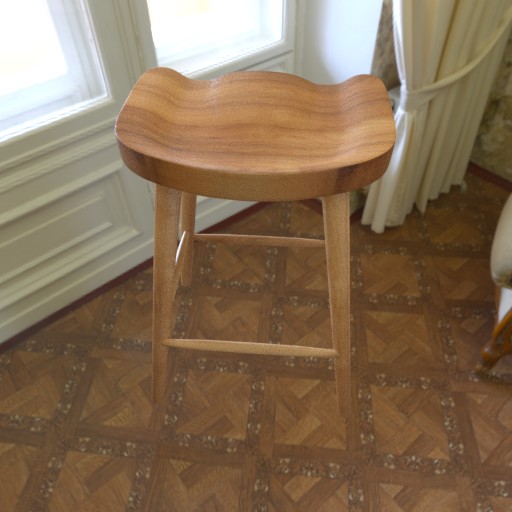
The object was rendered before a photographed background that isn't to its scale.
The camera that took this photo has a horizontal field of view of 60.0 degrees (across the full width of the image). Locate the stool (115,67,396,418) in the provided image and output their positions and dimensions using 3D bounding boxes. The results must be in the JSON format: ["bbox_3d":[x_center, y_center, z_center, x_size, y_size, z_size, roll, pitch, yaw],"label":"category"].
[{"bbox_3d":[0.000,0.000,0.871,0.440,0.615,0.361,3,47,3],"label":"stool"}]
